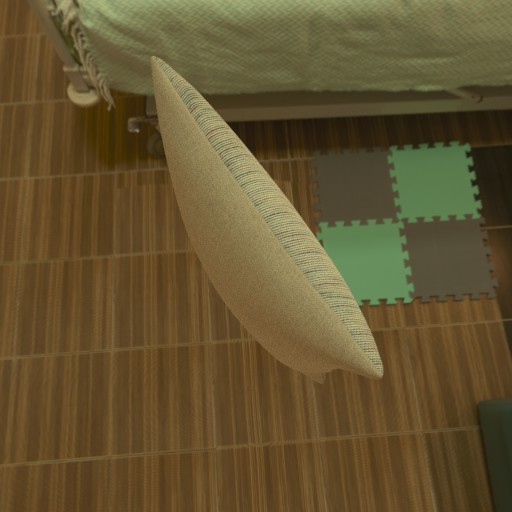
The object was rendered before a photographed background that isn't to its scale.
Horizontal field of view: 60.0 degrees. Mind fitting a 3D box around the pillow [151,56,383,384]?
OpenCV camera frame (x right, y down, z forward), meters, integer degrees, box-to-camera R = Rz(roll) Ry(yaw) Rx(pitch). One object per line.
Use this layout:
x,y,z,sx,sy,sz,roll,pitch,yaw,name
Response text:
0.000,0.000,0.778,0.178,0.506,0.512,-32,76,-9,pillow
